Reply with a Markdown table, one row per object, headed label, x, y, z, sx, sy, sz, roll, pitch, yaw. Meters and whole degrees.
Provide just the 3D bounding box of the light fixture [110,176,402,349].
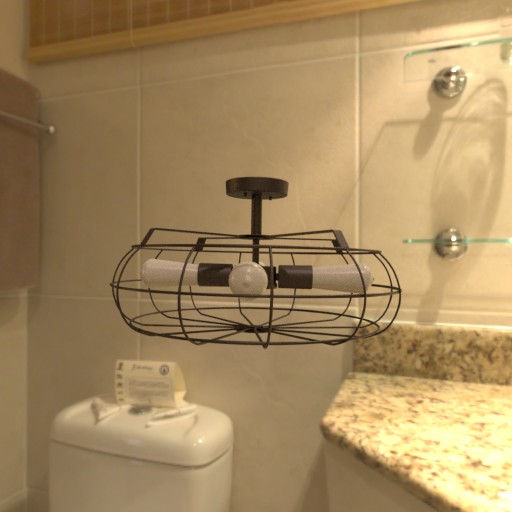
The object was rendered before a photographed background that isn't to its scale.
| label | x | y | z | sx | sy | sz | roll | pitch | yaw |
| --- | --- | --- | --- | --- | --- | --- | --- | --- | --- |
| light fixture | 0.000 | 0.000 | 0.929 | 0.582 | 0.311 | 0.582 | 0 | 0 | 0 |
